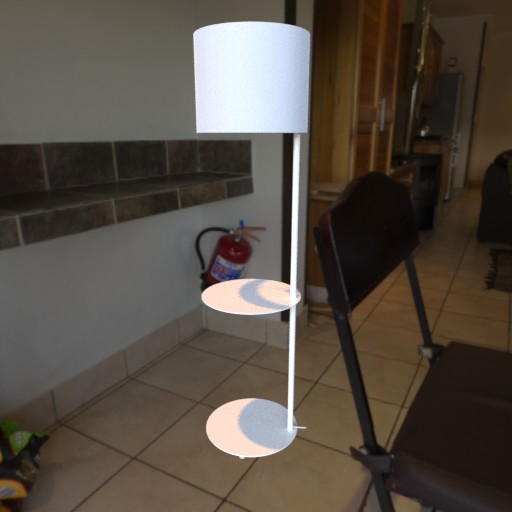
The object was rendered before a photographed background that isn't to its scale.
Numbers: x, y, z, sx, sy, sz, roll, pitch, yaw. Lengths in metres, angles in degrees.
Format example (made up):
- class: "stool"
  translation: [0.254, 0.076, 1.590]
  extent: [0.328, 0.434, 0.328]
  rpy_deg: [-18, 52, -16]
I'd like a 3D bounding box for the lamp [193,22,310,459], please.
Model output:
- class: "lamp"
  translation: [0.000, 0.000, 1.615]
  extent: [0.405, 1.465, 0.372]
  rpy_deg: [3, 16, 10]
